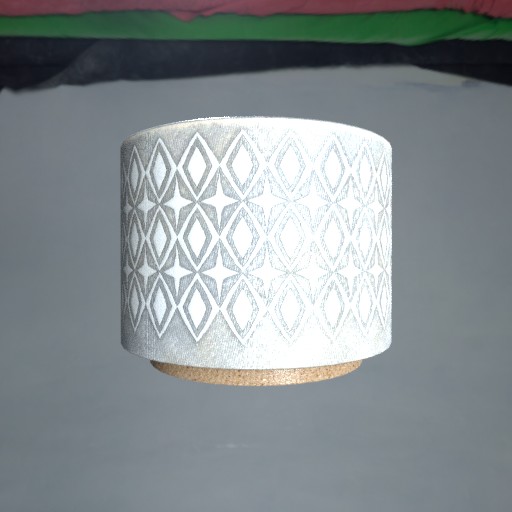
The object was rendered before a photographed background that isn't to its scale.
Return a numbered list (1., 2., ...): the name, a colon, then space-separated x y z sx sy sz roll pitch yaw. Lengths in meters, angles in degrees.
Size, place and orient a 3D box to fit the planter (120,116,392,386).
1. planter: 0.000 0.000 0.319 0.186 0.144 0.186 0 0 0
